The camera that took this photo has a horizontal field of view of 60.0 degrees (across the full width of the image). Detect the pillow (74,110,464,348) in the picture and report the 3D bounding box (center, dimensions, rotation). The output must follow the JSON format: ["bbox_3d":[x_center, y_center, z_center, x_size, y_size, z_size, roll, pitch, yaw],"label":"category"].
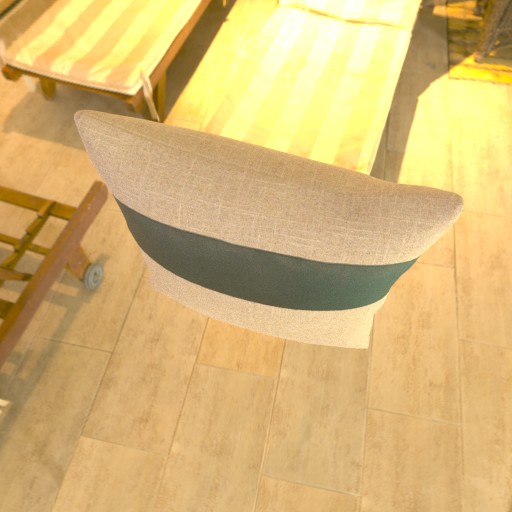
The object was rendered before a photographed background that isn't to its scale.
[{"bbox_3d":[0.000,0.000,0.617,0.414,0.399,0.173,15,60,9],"label":"pillow"}]
